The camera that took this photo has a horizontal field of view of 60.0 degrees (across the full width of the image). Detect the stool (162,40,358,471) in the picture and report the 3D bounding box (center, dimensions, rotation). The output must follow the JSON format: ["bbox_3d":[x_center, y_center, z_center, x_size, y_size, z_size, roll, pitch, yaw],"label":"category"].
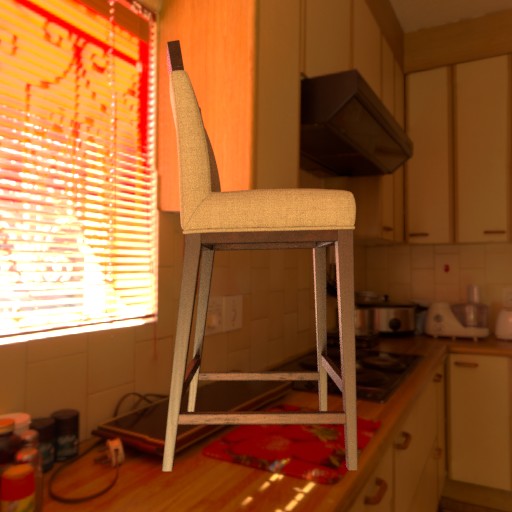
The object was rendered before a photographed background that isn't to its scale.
[{"bbox_3d":[0.000,0.000,1.261,0.480,1.011,0.463,0,-1,-1],"label":"stool"}]
